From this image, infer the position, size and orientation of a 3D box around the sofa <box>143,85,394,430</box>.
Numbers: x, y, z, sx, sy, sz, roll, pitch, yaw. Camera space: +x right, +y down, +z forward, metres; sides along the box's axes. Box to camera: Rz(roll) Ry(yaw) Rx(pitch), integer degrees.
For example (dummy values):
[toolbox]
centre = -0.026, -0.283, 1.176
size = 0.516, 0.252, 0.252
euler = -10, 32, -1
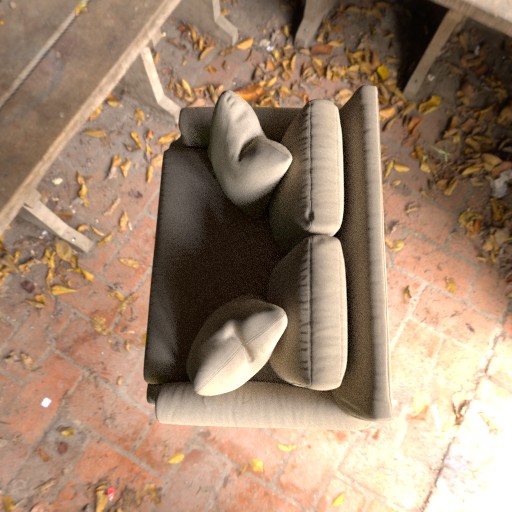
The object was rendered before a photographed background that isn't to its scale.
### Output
[sofa]
centre = 0.000, 0.000, 2.150
size = 1.070, 0.905, 1.550
euler = 2, 75, 0
